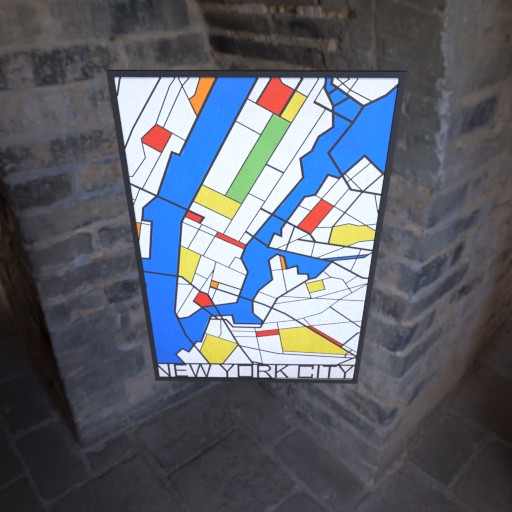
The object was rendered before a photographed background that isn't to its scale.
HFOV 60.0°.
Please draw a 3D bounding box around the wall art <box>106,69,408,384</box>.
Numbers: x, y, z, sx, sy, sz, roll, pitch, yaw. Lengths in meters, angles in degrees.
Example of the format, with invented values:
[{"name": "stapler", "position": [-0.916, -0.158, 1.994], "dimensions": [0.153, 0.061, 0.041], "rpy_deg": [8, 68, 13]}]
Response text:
[{"name": "wall art", "position": [0.000, 0.000, 0.848], "dimensions": [0.460, 0.660, 0.013], "rpy_deg": [1, 30, 1]}]
